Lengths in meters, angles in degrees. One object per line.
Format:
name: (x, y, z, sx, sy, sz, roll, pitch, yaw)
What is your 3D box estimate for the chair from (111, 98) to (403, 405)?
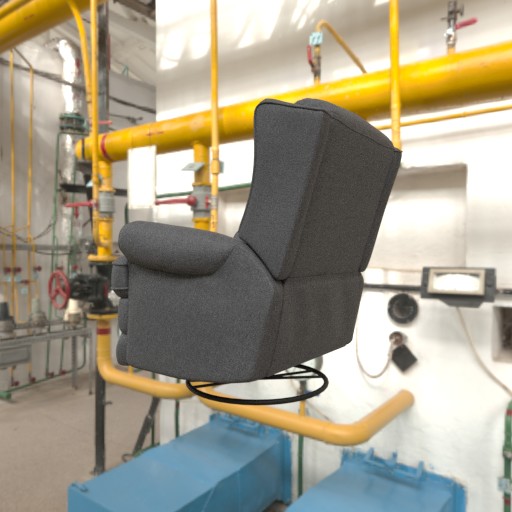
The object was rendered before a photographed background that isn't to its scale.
chair: (0.000, 0.000, 1.786, 0.969, 1.011, 0.847, 1, 1, 37)
